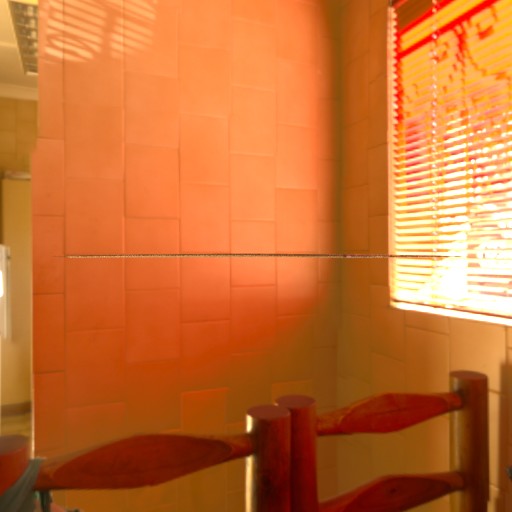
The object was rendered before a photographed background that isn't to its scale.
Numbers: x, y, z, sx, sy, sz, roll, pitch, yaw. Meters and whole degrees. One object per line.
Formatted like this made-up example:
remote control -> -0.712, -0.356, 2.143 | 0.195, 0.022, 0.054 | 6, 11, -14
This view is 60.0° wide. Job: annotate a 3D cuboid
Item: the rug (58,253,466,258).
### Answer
rug -> 0.000, 0.000, 3.094 | 2.465, 0.023, 1.619 | 0, 0, 36
